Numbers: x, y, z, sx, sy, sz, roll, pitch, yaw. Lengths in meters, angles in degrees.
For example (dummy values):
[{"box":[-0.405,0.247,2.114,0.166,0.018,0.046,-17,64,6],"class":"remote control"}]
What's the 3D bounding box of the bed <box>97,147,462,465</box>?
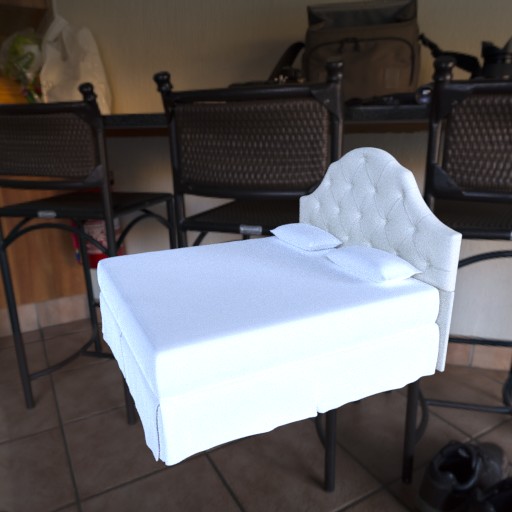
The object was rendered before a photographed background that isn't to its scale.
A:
[{"box":[0.000,0.000,3.488,2.214,1.615,2.008,-8,18,-26],"class":"bed"}]
